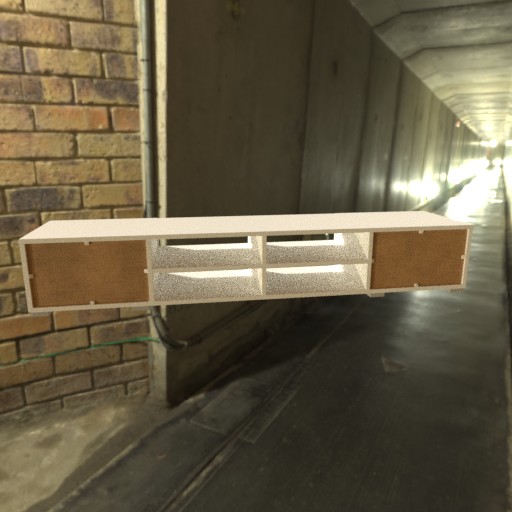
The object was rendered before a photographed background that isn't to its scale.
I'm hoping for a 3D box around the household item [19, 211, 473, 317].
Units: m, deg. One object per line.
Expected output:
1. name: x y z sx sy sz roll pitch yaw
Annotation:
1. household item: 0.000 0.000 2.025 1.850 0.310 0.420 -2 15 -9
